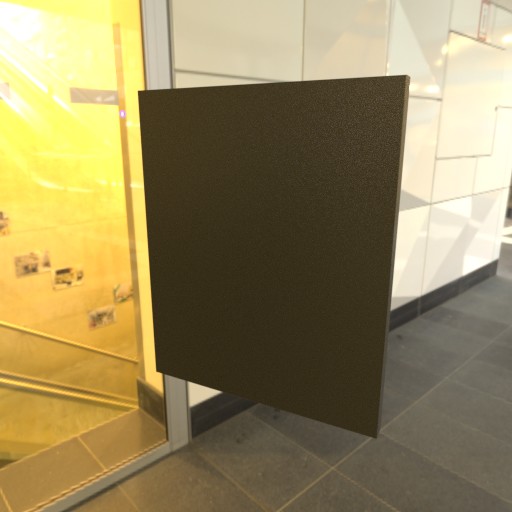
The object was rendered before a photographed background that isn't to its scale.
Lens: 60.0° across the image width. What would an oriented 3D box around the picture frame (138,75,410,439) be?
[{"bbox_3d":[0.000,0.000,0.768,0.460,0.556,0.028,8,17,27],"label":"picture frame"}]
